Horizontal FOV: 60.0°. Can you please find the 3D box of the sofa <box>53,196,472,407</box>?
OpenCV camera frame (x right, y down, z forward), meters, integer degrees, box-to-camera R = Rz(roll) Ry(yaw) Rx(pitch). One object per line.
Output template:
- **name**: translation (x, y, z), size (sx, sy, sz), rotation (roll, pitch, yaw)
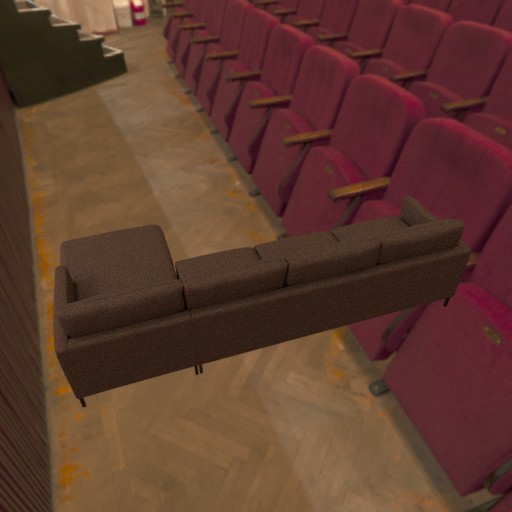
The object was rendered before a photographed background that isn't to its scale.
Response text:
- **sofa**: translation (0.000, 0.000, 3.817), size (3.221, 0.892, 1.483), rotation (-12, 41, -14)
